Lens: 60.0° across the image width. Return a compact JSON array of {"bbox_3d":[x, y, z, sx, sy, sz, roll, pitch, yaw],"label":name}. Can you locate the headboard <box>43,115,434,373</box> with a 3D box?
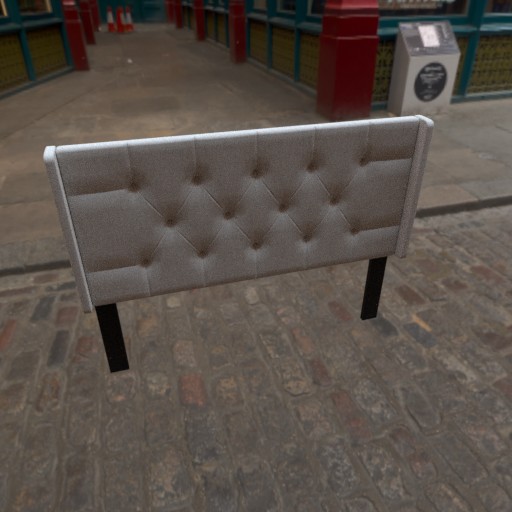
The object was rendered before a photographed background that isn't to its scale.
[{"bbox_3d":[0.000,0.000,2.707,2.051,1.524,0.184,-9,33,-14],"label":"headboard"}]
